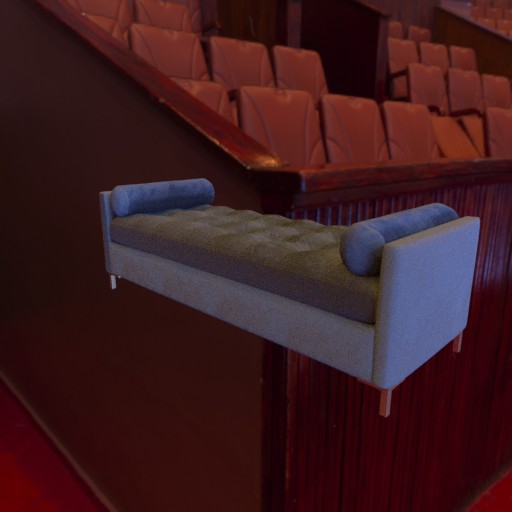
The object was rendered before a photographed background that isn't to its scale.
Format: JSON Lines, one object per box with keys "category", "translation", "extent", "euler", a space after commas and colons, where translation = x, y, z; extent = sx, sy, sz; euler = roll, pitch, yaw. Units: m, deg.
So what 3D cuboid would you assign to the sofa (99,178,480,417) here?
{"category": "sofa", "translation": [0.000, 0.000, 2.493], "extent": [2.102, 0.705, 0.796], "euler": [14, 21, 42]}
